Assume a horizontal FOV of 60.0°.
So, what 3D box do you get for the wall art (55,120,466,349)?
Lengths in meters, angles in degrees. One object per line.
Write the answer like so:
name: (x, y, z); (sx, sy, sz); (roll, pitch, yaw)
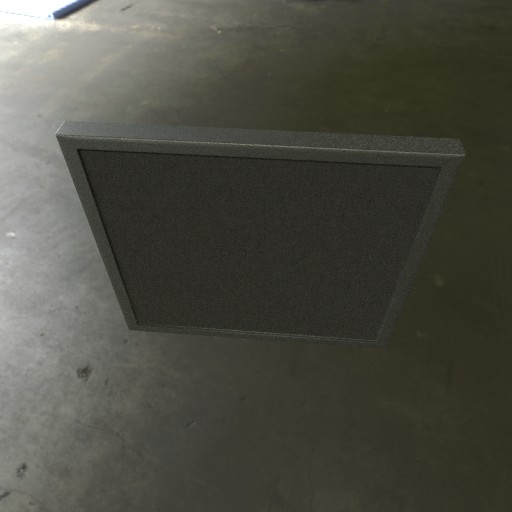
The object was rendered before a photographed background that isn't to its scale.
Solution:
wall art: (0.000, 0.000, 0.538); (0.380, 0.330, 0.028); (4, 47, 3)
